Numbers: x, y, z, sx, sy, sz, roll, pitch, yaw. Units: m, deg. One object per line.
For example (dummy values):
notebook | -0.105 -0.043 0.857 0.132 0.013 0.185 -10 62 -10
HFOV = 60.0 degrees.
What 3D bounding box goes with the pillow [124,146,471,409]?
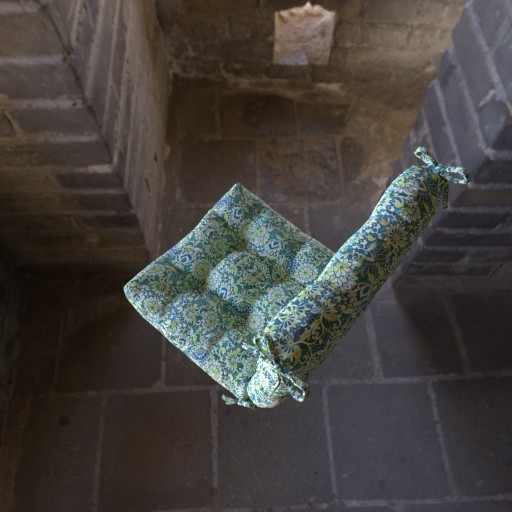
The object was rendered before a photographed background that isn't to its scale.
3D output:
pillow | 0.000 0.000 1.006 0.571 0.605 0.519 37 68 18
